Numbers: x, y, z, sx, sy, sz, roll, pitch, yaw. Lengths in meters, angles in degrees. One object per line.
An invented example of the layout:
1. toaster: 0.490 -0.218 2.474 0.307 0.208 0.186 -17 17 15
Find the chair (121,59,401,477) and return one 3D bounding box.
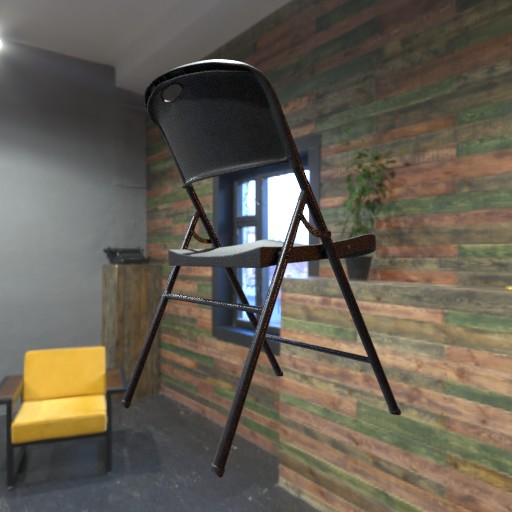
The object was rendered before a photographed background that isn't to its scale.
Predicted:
1. chair: 0.000 0.000 1.160 0.566 0.810 0.494 0 0 -37
